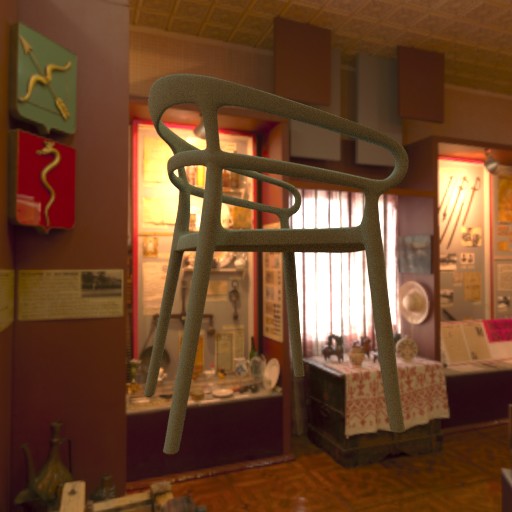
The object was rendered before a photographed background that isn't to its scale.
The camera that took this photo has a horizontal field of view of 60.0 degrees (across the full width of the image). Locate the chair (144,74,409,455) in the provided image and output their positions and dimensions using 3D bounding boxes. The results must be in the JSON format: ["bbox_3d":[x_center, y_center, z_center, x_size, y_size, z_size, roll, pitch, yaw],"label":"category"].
[{"bbox_3d":[0.000,0.000,1.111,0.527,0.761,0.559,0,-1,-19],"label":"chair"}]
